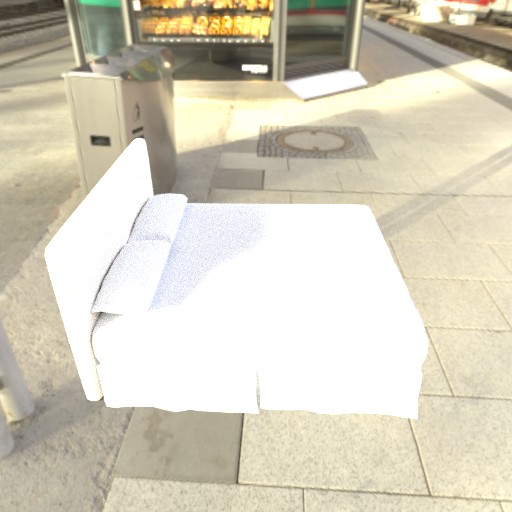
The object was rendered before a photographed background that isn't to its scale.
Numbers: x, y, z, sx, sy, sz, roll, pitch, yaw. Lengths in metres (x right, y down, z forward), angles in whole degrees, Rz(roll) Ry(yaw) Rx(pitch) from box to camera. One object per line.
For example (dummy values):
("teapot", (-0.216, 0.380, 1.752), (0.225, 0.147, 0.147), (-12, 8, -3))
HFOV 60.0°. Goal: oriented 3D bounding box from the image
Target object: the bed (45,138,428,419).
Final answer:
("bed", (0.000, 0.000, 3.595), (2.341, 1.317, 2.119), (1, 32, 1))
